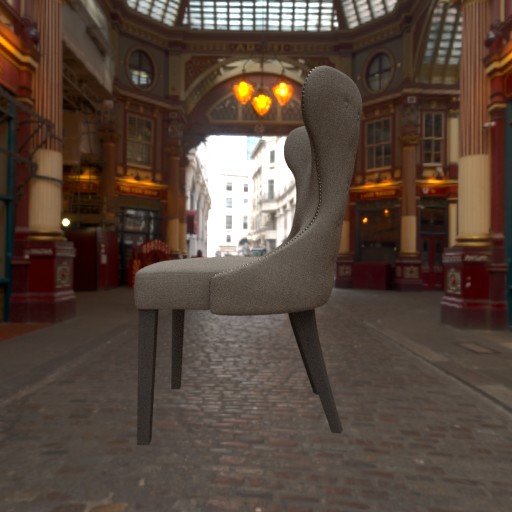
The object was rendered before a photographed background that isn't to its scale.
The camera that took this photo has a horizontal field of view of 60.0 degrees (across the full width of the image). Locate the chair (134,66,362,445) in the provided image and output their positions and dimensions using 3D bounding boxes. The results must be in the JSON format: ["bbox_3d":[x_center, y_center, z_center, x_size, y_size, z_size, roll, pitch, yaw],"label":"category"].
[{"bbox_3d":[0.000,0.000,1.393,0.635,0.967,0.628,0,0,-1],"label":"chair"}]
